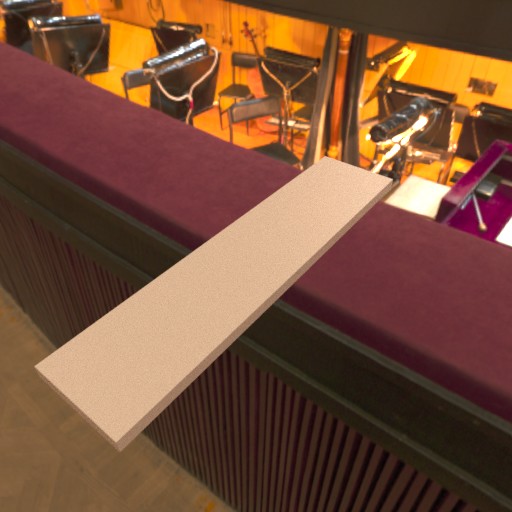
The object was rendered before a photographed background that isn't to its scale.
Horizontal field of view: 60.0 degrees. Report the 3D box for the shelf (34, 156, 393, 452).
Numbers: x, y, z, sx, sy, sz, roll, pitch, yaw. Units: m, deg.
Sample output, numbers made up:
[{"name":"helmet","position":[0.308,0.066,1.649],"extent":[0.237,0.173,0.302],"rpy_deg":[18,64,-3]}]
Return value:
[{"name":"shelf","position":[0.000,0.000,0.641],"extent":[0.140,0.020,0.610],"rpy_deg":[27,47,28]}]
